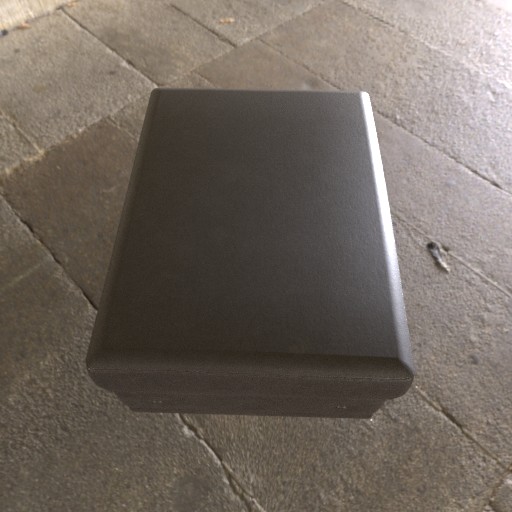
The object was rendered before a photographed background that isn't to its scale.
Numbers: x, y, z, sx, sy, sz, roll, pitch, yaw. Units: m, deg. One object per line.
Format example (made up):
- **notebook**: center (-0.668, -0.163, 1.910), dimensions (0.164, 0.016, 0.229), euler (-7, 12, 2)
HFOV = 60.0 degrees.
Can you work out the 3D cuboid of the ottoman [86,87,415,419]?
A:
- **ottoman**: center (0.000, 0.000, 1.155), dimensions (0.590, 0.498, 0.795), euler (1, 57, 1)
